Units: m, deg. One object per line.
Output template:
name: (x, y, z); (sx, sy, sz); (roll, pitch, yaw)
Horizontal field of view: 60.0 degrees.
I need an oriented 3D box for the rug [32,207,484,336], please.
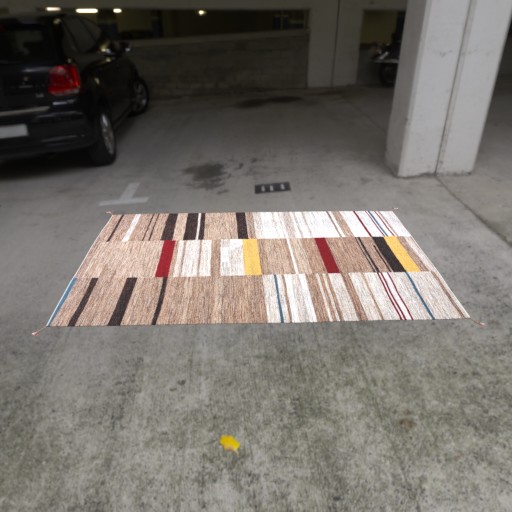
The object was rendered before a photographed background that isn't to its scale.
rug: (0.000, 0.000, 2.376); (1.918, 0.007, 1.268); (-1, 29, -2)
